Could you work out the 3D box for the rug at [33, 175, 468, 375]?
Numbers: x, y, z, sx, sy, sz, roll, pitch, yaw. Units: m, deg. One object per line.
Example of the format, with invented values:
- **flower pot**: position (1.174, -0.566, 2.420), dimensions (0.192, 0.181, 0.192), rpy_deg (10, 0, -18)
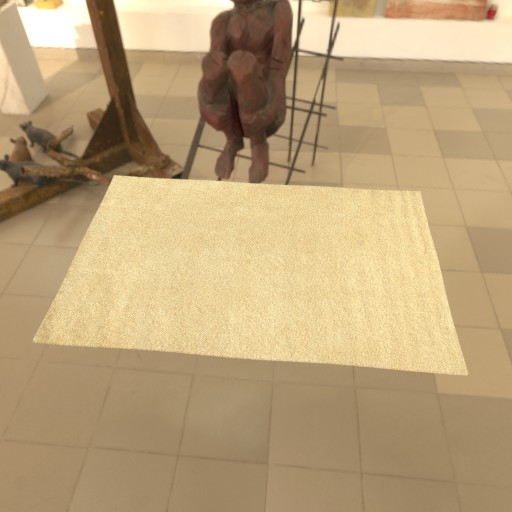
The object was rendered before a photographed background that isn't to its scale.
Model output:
- **rug**: position (0.000, 0.000, 2.887), dimensions (2.346, 0.025, 1.500), rpy_deg (4, 47, 3)
